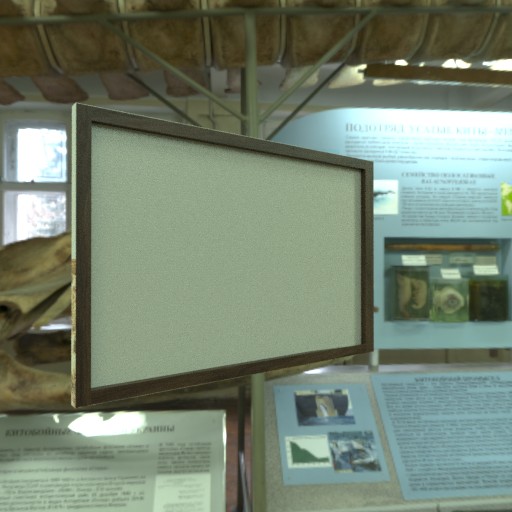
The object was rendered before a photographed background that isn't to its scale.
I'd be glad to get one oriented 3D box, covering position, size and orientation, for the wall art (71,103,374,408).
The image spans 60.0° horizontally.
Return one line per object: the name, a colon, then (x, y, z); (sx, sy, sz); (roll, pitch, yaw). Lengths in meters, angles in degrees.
wall art: (0.000, 0.000, 1.938); (1.520, 1.016, 0.051); (0, 0, -36)
